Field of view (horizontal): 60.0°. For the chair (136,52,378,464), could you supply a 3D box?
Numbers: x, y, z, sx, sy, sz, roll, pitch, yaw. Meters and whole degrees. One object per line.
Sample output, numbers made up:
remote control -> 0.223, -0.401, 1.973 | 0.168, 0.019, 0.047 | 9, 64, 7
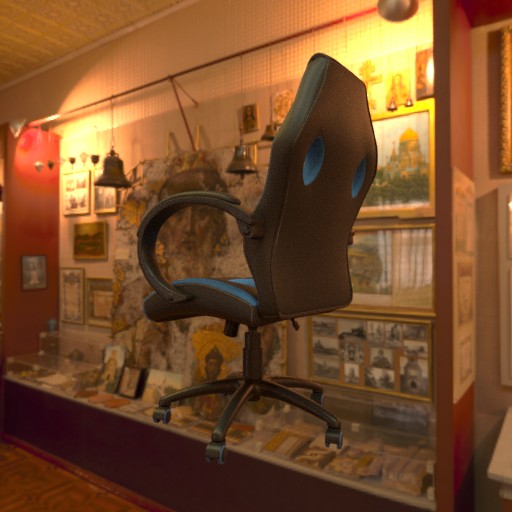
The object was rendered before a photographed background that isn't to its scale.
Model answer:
chair -> 0.000, 0.000, 1.568 | 0.724, 1.187, 0.673 | 0, -1, 37
